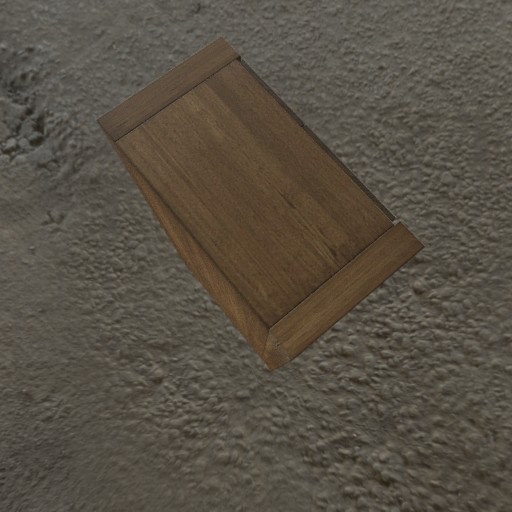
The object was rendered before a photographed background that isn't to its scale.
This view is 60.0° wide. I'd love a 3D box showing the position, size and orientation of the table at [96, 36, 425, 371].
[{"bbox_3d":[0.000,0.000,2.508,0.600,2.000,1.100,-38,78,-10],"label":"table"}]
